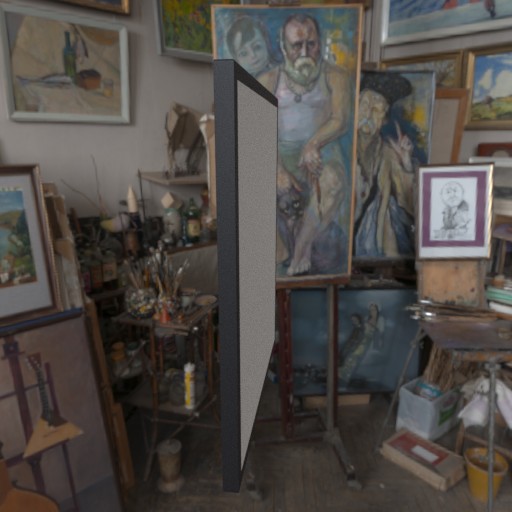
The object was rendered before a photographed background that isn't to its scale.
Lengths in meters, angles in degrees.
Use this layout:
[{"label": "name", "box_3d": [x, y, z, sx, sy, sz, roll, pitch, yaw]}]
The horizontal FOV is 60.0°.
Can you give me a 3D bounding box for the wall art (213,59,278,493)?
[{"label": "wall art", "box_3d": [0.000, 0.000, 0.704, 0.021, 0.509, 0.430, 2, 15, 8]}]
